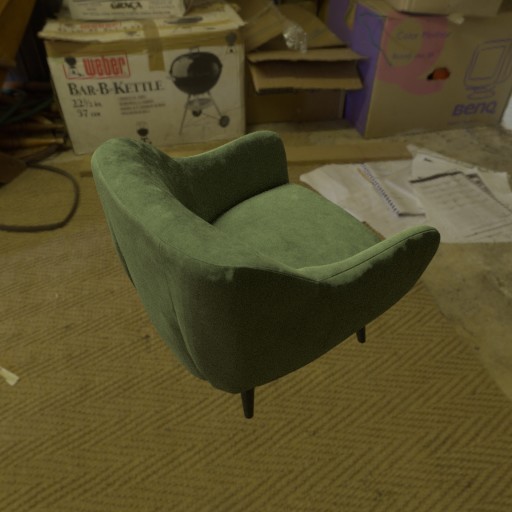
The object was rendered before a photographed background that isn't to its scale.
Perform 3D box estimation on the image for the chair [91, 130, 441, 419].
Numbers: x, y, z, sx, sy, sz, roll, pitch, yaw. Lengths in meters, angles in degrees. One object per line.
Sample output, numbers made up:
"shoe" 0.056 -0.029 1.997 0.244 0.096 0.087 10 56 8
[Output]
"chair" 0.000 0.000 1.503 0.819 0.804 0.840 -25 47 -26
